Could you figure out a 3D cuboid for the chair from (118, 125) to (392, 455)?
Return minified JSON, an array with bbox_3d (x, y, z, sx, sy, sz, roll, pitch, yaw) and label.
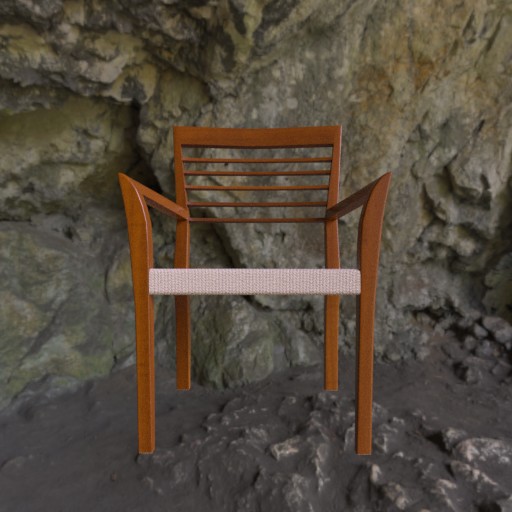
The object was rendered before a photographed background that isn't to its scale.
[{"bbox_3d":[0.000,0.000,1.212,0.587,0.855,0.540,0,0,1],"label":"chair"}]
